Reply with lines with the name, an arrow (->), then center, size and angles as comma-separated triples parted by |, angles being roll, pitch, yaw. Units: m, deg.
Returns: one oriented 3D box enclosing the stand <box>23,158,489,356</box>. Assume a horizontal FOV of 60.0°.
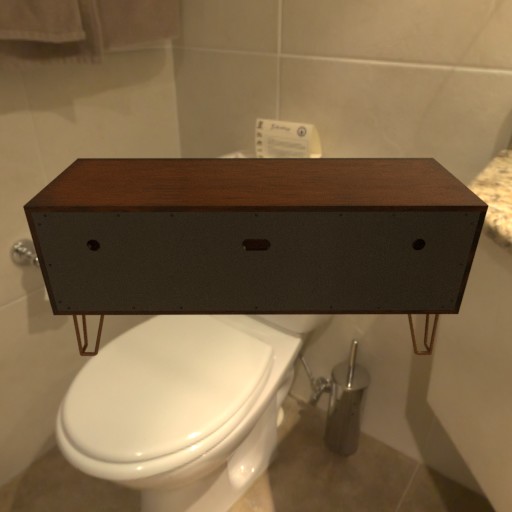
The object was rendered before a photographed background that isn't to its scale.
stand -> 0.000, 0.000, 1.663 | 1.372, 0.610, 0.481 | 0, 30, 0
